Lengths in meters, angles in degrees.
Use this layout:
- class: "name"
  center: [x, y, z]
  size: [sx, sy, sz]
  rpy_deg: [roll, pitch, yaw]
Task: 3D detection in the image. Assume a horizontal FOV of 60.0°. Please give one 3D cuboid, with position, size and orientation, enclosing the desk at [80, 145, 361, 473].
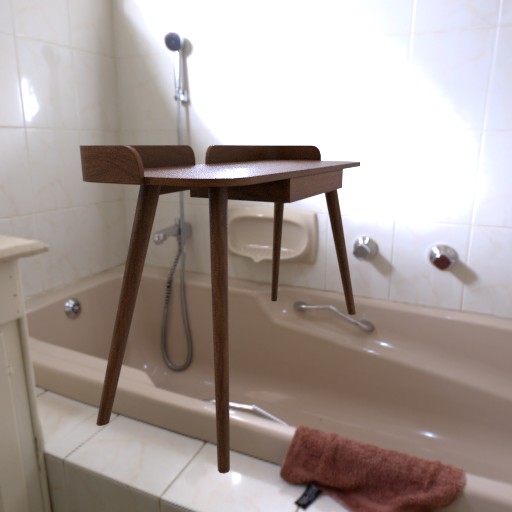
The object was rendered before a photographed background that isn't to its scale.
- class: "desk"
  center: [0.000, 0.000, 1.651]
  size: [0.486, 0.800, 1.256]
  rpy_deg: [7, 16, 26]
